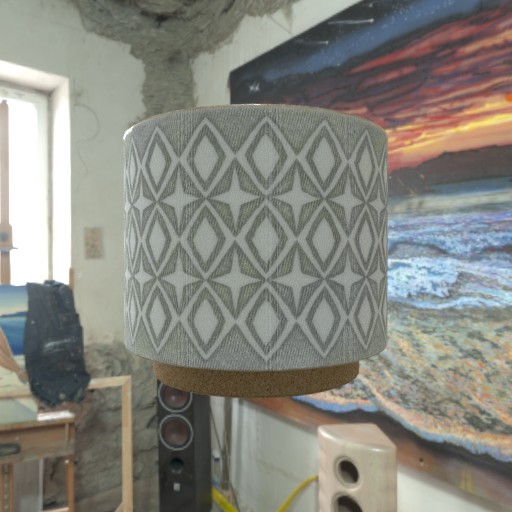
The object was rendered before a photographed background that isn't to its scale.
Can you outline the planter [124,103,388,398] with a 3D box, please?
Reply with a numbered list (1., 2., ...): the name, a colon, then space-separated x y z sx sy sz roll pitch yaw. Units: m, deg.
1. planter: 0.000 0.000 0.447 0.255 0.223 0.255 0 1 0
